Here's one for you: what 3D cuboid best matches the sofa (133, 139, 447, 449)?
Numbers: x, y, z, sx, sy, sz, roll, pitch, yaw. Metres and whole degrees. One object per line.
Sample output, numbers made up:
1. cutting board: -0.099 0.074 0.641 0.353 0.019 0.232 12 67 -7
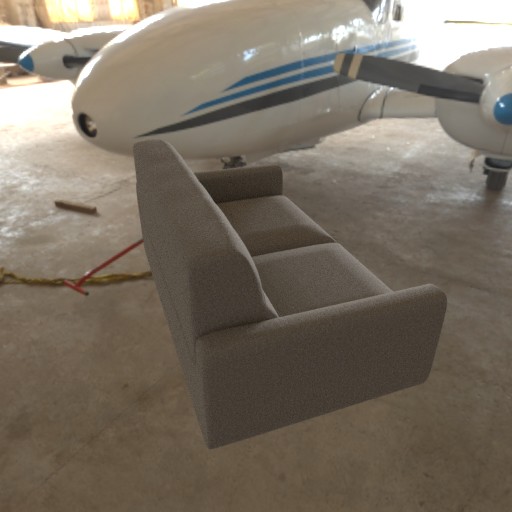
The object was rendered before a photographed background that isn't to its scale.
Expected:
1. sofa: 0.000 0.000 2.222 0.952 0.925 1.651 -10 31 -18
